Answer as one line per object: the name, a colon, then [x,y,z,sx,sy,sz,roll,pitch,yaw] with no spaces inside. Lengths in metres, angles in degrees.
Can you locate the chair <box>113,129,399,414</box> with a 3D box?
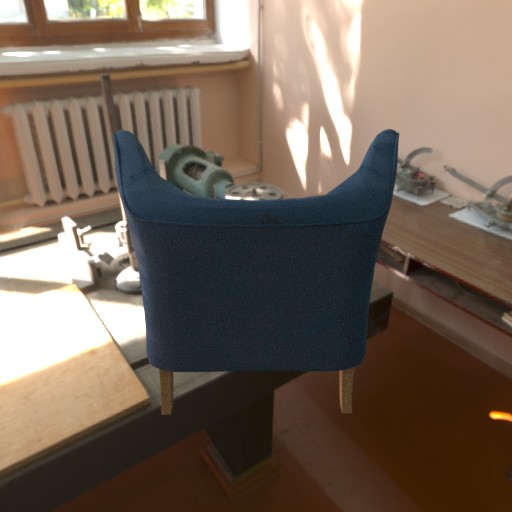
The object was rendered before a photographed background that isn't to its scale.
chair: [0.000,0.000,1.569,0.793,0.952,0.910,0,29,0]
